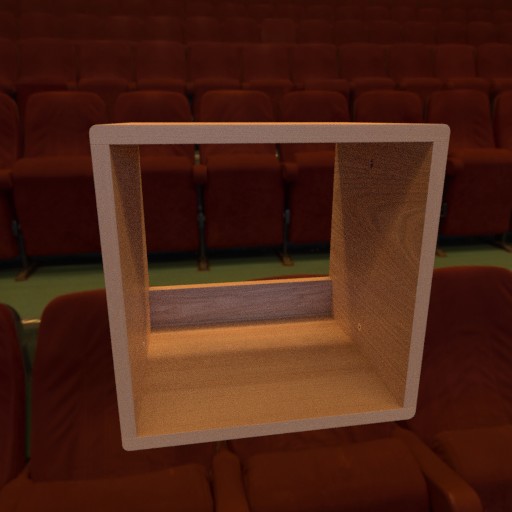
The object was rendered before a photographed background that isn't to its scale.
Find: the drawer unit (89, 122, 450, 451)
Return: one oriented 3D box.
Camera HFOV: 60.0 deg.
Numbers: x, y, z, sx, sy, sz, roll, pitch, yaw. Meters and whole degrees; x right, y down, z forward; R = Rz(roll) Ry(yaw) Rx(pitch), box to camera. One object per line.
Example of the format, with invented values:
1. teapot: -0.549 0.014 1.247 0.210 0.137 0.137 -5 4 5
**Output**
1. drawer unit: 0.000 0.000 0.600 0.344 0.344 0.290 -3 17 -9
